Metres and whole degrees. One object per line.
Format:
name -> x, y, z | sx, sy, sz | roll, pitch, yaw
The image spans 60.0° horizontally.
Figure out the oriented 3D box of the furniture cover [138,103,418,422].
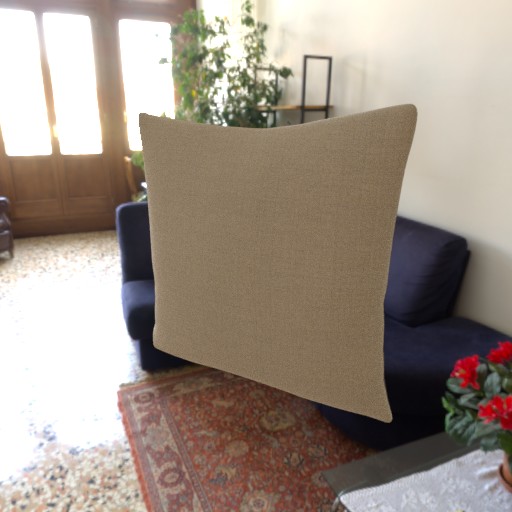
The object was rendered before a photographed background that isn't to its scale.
furniture cover -> 0.000, 0.000, 0.657 | 0.435, 0.420, 0.145 | 10, 20, 29
